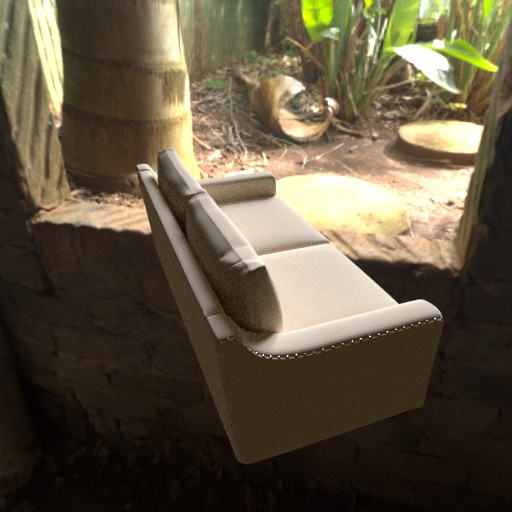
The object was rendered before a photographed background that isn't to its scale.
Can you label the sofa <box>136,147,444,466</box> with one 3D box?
[{"bbox_3d":[0.000,0.000,2.354,0.949,0.830,1.812,-11,32,-18],"label":"sofa"}]
